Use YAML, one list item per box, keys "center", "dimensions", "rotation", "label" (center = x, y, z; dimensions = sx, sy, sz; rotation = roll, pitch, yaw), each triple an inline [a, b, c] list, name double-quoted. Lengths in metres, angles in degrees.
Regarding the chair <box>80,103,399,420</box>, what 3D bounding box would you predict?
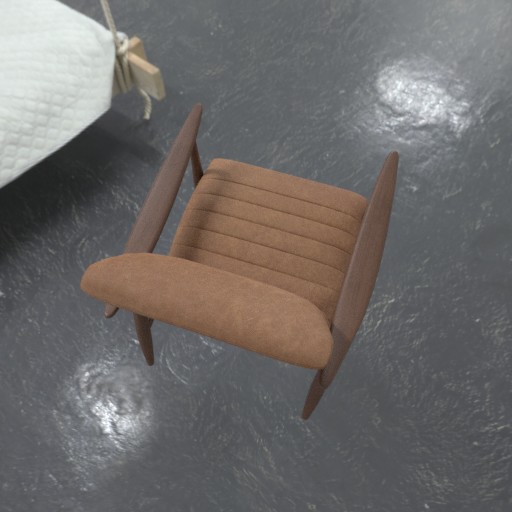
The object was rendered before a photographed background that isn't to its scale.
- center: [0.000, 0.000, 1.433]
  dimensions: [0.741, 0.832, 0.798]
  rotation: [16, 63, 8]
  label: "chair"
